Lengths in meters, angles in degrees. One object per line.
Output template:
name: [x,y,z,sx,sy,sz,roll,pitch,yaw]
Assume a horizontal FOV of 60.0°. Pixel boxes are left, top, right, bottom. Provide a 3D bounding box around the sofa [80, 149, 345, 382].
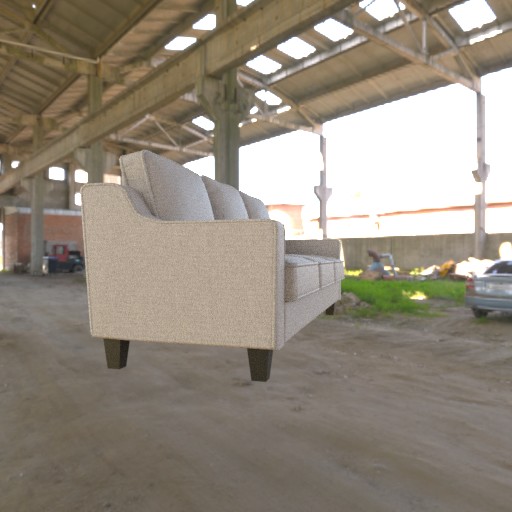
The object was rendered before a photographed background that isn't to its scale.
sofa: [0.000,0.000,2.743,0.899,0.950,2.129,0,0,17]
